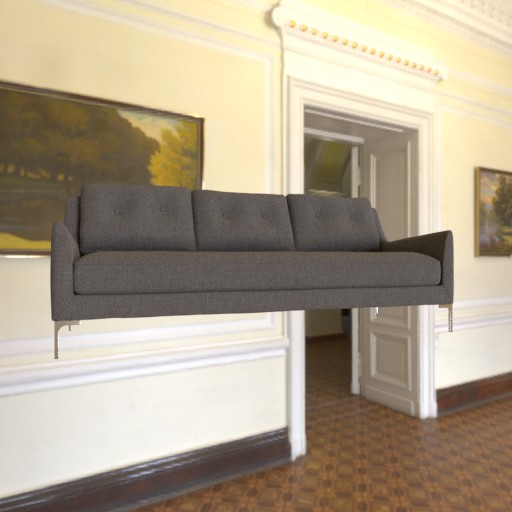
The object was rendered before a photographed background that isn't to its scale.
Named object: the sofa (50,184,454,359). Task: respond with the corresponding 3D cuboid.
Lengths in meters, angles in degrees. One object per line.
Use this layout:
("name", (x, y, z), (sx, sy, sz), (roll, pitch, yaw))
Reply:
("sofa", (0.000, 0.000, 2.507), (2.060, 0.837, 0.849), (0, 0, -19))
